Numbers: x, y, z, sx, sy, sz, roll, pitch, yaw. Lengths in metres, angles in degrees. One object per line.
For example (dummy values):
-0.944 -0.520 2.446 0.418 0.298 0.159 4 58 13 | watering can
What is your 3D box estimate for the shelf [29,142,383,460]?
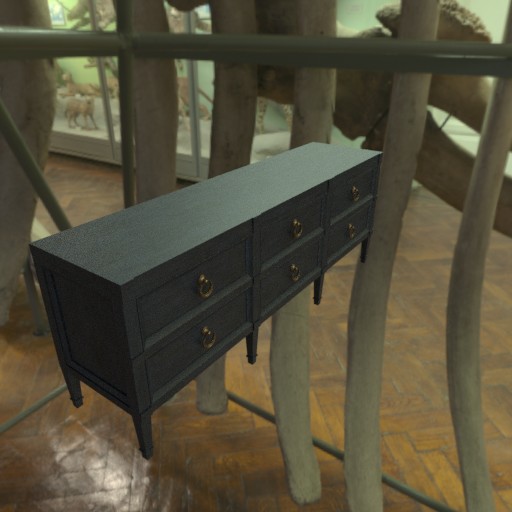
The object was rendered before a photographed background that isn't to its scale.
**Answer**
0.000 0.000 2.163 0.471 0.715 1.878 18 32 32 | shelf
